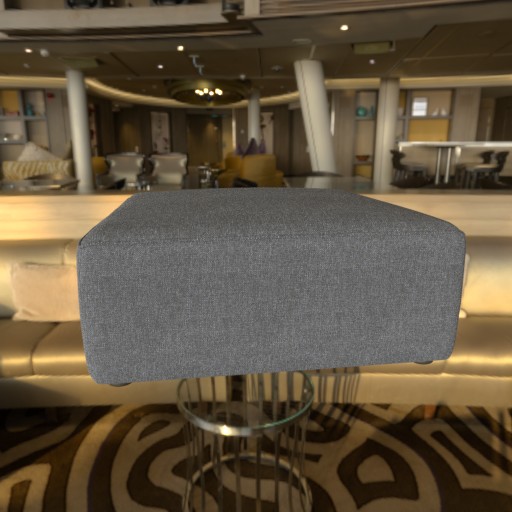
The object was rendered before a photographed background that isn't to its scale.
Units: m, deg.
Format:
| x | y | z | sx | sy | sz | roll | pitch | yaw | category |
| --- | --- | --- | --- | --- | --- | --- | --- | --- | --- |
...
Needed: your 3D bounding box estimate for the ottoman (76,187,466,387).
| x | y | z | sx | sy | sz | roll | pitch | yaw | category |
| --- | --- | --- | --- | --- | --- | --- | --- | --- | --- |
| 0.000 | 0.000 | 1.582 | 1.000 | 0.439 | 1.000 | -2 | 14 | -8 | ottoman |
